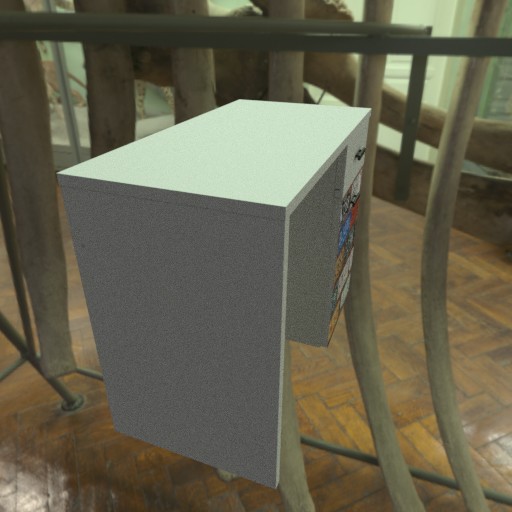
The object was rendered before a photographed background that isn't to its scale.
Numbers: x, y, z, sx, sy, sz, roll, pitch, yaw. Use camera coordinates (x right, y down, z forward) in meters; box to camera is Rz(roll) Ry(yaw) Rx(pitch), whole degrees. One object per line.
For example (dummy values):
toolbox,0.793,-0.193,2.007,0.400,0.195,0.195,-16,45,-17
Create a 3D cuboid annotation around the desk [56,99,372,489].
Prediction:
desk,0.000,0.000,1.326,0.482,0.730,0.898,11,31,19
